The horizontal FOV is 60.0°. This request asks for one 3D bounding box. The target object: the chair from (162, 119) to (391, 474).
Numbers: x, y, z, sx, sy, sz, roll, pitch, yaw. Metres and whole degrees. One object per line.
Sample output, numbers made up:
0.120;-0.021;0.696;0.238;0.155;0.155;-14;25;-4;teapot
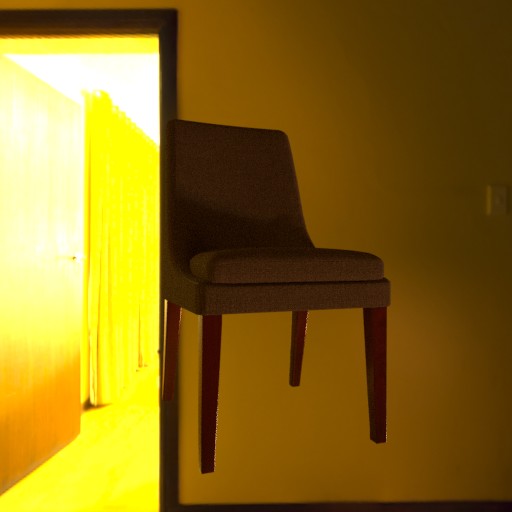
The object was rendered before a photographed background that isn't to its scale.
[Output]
0.000;0.000;1.341;0.508;0.952;0.655;0;0;-20;chair
